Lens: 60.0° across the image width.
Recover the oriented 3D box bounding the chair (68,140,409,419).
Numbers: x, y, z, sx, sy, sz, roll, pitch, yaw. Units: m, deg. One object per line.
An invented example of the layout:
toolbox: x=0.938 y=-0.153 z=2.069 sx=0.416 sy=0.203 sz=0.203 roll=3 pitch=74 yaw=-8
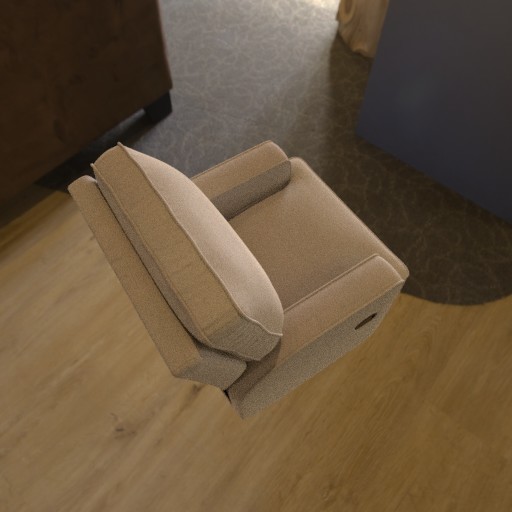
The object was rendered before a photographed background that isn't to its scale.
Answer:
chair: x=0.000 y=0.000 z=1.698 sx=0.969 sy=0.964 sz=0.861 roll=-29 pitch=63 yaw=-17
